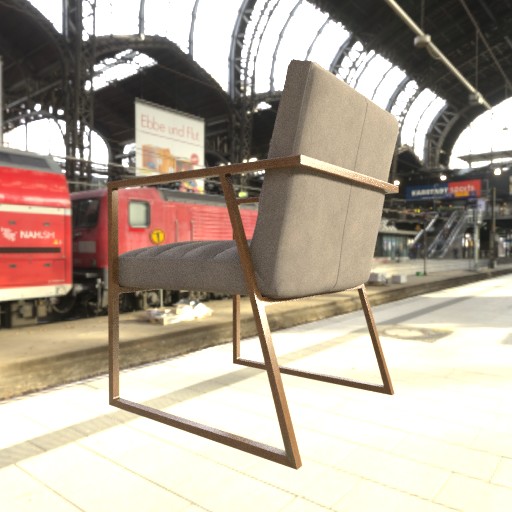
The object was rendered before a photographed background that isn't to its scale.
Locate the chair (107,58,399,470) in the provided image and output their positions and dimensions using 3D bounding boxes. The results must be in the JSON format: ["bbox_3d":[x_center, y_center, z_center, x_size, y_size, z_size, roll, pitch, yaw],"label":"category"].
[{"bbox_3d":[0.000,0.000,1.299,0.682,0.843,0.578,1,1,37],"label":"chair"}]
